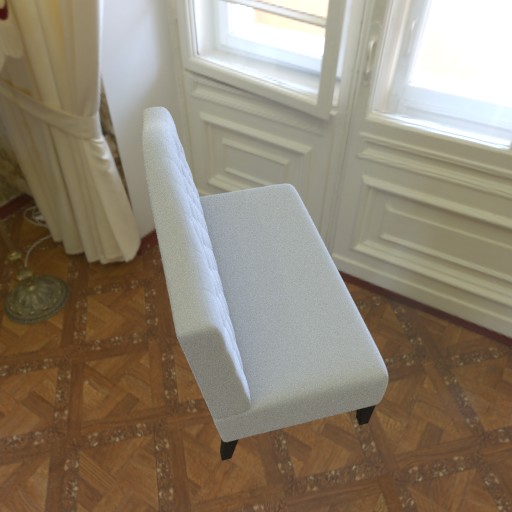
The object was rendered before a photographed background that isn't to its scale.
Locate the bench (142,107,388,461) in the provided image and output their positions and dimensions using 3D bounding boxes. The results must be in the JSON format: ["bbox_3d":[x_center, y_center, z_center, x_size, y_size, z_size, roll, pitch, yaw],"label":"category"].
[{"bbox_3d":[0.000,0.000,2.050,0.815,1.180,1.335,-10,47,-10],"label":"bench"}]
